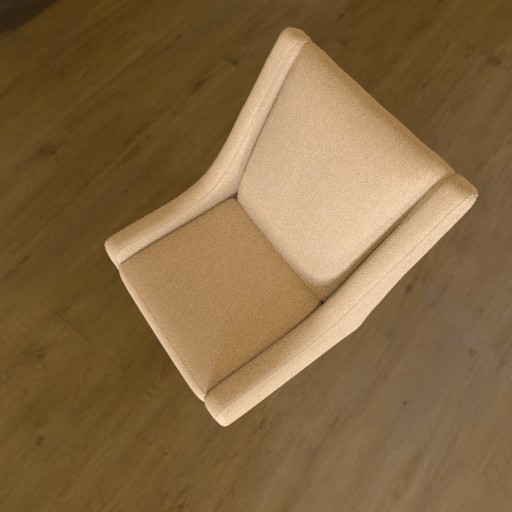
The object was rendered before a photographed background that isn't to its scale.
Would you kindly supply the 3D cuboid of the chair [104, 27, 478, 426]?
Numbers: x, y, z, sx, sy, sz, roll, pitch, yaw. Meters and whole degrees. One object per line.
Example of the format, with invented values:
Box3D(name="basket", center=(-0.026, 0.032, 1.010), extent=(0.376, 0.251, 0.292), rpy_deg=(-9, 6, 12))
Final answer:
Box3D(name="chair", center=(0.000, 0.000, 1.565), extent=(0.870, 1.014, 0.774), rpy_deg=(-33, 69, -14))
